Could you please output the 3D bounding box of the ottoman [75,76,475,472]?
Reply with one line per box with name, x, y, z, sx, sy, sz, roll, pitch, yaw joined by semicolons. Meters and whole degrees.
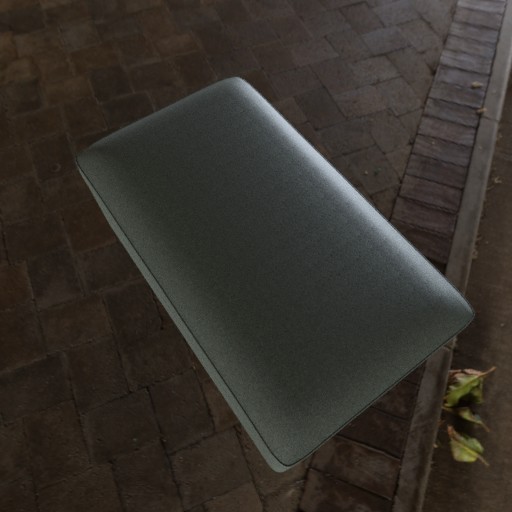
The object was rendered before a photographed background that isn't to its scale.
ottoman;0.000;0.000;1.504;0.681;0.494;1.173;-32;67;-16
